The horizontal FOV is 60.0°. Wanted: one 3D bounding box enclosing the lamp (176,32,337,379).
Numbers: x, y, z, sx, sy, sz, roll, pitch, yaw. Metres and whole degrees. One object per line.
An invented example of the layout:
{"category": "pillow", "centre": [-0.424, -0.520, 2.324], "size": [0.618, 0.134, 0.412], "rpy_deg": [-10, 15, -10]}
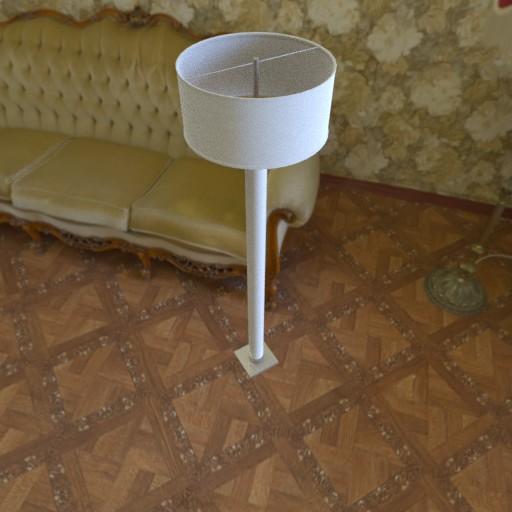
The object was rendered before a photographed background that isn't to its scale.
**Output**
{"category": "lamp", "centre": [0.000, 0.000, 1.679], "size": [0.420, 1.475, 0.420], "rpy_deg": [-23, 50, -21]}
